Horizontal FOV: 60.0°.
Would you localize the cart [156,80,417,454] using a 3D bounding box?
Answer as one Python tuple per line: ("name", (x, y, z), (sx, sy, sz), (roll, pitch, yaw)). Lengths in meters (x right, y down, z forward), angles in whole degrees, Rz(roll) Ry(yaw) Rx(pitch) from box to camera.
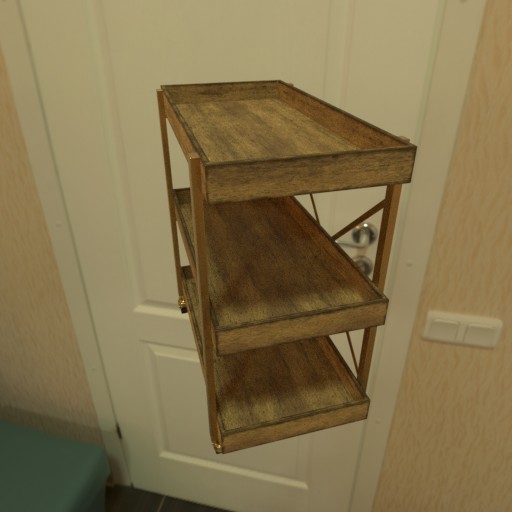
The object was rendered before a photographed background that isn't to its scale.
("cart", (0.000, 0.000, 1.232), (0.416, 0.799, 0.750), (-8, 31, -14))
